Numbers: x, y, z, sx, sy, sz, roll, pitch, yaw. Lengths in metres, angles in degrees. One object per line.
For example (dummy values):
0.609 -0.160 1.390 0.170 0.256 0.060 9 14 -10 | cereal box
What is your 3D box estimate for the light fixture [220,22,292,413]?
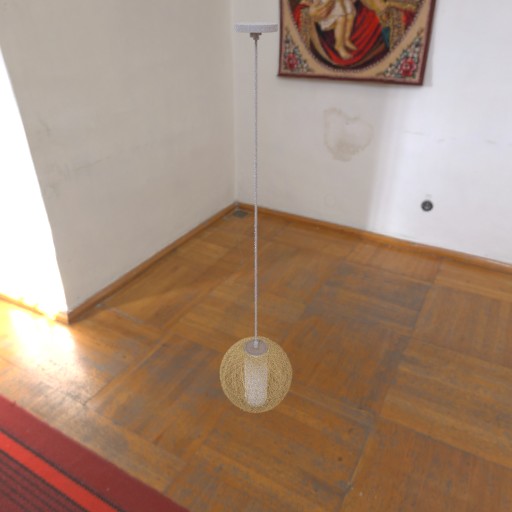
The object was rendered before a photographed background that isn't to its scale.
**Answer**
0.000 0.000 2.102 0.406 1.955 0.407 -8 32 -13 | light fixture
